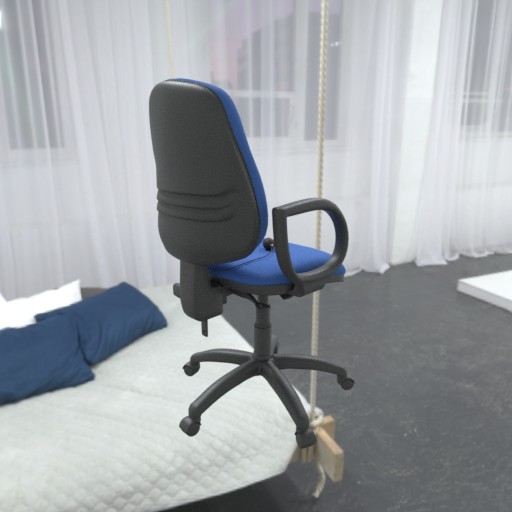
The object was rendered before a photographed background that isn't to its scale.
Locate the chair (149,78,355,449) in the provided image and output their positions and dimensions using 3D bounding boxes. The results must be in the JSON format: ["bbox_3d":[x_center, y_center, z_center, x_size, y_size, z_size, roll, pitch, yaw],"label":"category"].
[{"bbox_3d":[0.000,0.000,1.251,0.549,0.905,0.552,-14,21,-42],"label":"chair"}]
